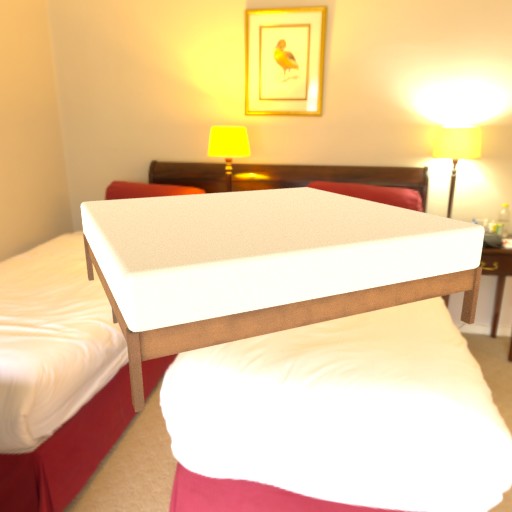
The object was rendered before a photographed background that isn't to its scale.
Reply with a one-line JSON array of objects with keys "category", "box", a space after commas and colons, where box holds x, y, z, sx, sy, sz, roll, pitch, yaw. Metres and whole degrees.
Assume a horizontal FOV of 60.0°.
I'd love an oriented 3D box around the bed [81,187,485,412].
[{"category": "bed", "box": [0.000, 0.000, 3.043, 2.049, 0.616, 1.930, -8, 18, -25]}]
